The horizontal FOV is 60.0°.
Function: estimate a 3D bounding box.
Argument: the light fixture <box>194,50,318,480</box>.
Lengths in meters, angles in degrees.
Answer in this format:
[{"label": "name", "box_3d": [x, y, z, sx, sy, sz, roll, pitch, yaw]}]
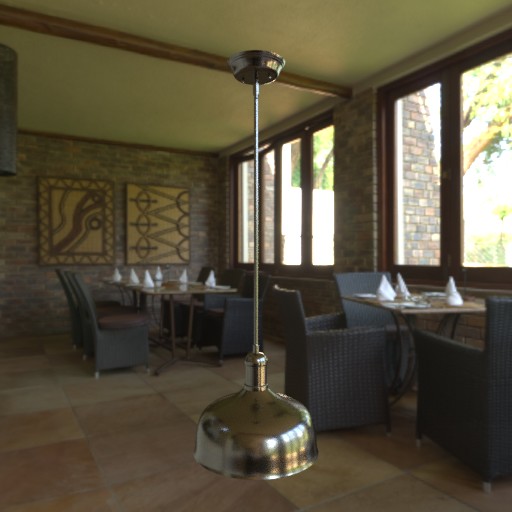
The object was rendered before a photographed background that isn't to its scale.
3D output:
[{"label": "light fixture", "box_3d": [0.000, 0.000, 1.075, 0.299, 0.935, 0.299, 0, 0, 19]}]
